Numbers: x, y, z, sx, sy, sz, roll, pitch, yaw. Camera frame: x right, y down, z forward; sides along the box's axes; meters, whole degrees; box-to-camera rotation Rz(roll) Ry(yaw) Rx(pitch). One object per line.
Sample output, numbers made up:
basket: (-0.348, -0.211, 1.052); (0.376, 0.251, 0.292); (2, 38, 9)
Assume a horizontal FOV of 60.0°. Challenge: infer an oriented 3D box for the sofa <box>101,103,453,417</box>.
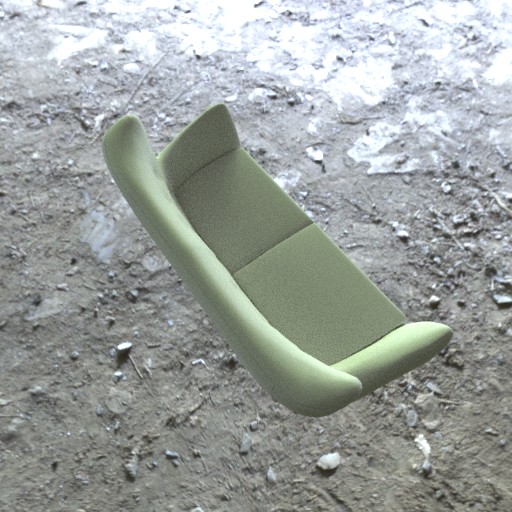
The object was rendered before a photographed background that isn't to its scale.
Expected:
sofa: (0.000, 0.000, 2.422); (0.899, 0.890, 1.930); (-32, 64, -17)
